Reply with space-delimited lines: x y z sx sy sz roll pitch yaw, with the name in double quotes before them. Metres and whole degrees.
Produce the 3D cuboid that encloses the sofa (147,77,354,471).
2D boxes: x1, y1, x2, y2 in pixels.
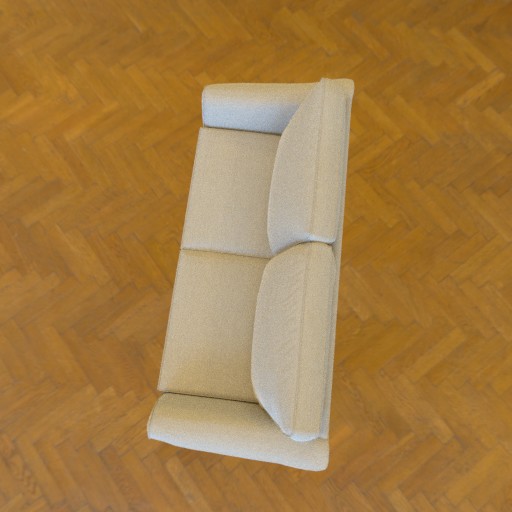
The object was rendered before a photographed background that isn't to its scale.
"sofa" 0.000 0.000 2.748 0.980 0.965 2.270 6 76 2
